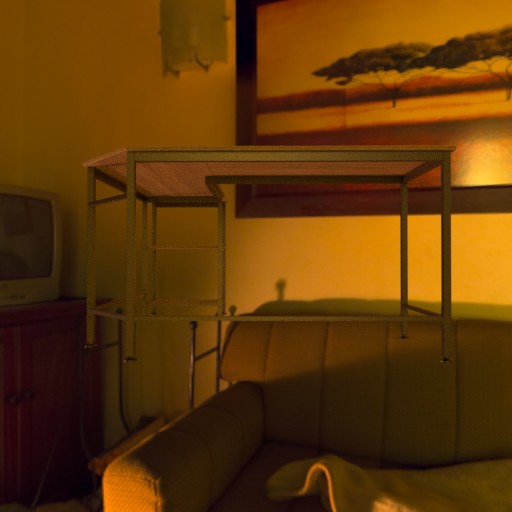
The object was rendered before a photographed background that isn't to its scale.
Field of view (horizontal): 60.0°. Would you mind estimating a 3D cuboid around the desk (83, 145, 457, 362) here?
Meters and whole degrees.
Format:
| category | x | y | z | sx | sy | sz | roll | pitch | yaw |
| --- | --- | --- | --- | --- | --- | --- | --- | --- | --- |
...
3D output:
| category | x | y | z | sx | sy | sz | roll | pitch | yaw |
| --- | --- | --- | --- | --- | --- | --- | --- | --- | --- |
| desk | 0.000 | 0.000 | 2.203 | 1.379 | 0.739 | 1.379 | 0 | -1 | 0 |
